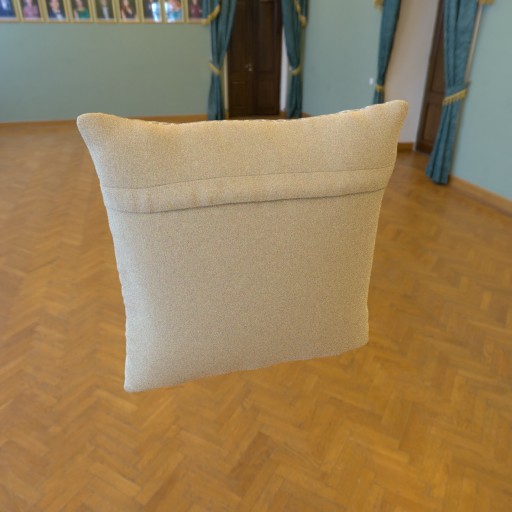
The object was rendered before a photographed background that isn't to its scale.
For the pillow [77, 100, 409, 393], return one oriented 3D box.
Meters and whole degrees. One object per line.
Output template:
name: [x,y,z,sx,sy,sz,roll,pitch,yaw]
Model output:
pillow: [0.000,0.000,0.701,0.459,0.458,0.181,-8,28,-15]
